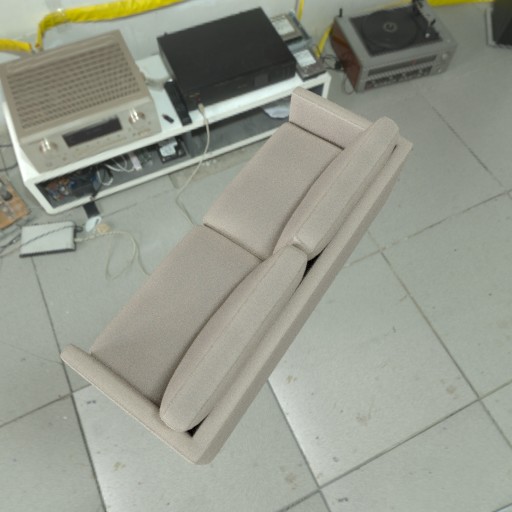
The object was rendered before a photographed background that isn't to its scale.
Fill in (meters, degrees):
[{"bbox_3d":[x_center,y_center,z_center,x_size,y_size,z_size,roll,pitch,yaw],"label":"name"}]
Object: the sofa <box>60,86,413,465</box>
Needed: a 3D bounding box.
[{"bbox_3d":[0.000,0.000,2.858,0.951,0.968,2.361,32,69,14],"label":"sofa"}]
